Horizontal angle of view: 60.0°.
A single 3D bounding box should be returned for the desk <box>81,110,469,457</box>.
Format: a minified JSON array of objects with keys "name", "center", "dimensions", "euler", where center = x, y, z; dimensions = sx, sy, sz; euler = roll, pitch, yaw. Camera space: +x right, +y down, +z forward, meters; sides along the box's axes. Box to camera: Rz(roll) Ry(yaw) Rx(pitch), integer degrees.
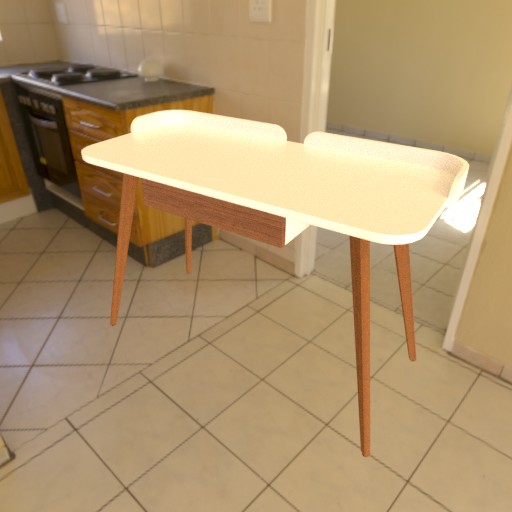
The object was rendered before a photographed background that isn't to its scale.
[{"name":"desk","center":[0.000,0.000,1.607],"dimensions":[1.206,0.807,0.534],"euler":[19,35,28]}]
